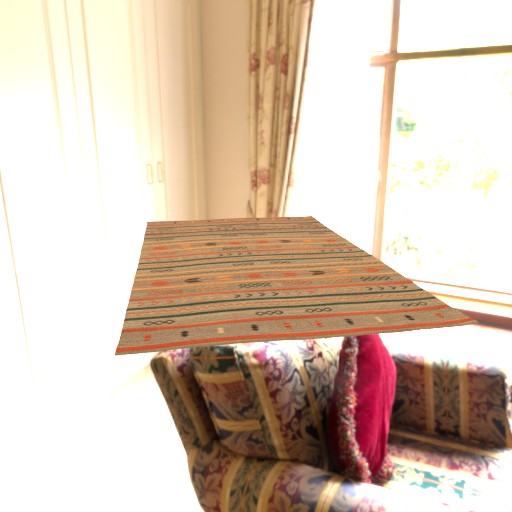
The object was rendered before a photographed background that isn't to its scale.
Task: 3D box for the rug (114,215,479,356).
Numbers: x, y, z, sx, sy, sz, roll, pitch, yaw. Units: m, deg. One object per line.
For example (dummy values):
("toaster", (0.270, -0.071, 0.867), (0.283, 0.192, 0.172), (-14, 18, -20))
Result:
("rug", (0.000, 0.000, 2.950), (1.537, 0.029, 2.439), (-3, 17, -10))
